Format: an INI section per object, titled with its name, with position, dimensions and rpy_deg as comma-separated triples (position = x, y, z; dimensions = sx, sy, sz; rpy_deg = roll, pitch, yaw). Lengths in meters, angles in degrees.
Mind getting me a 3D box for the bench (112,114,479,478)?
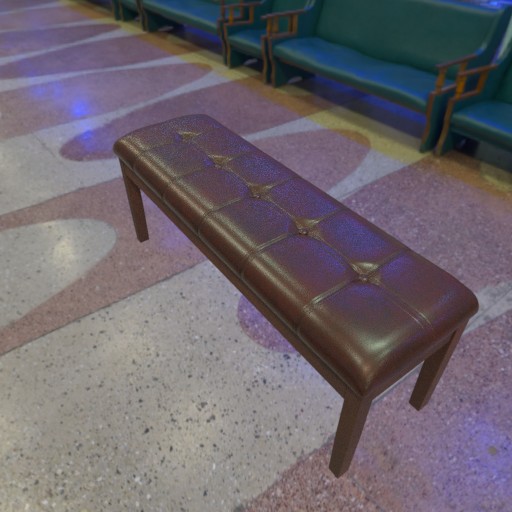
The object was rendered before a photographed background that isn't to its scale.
[bench]
position = 0.000, 0.000, 1.447
dimensions = 0.401, 0.491, 1.259
rpy_deg = -26, 48, -26
